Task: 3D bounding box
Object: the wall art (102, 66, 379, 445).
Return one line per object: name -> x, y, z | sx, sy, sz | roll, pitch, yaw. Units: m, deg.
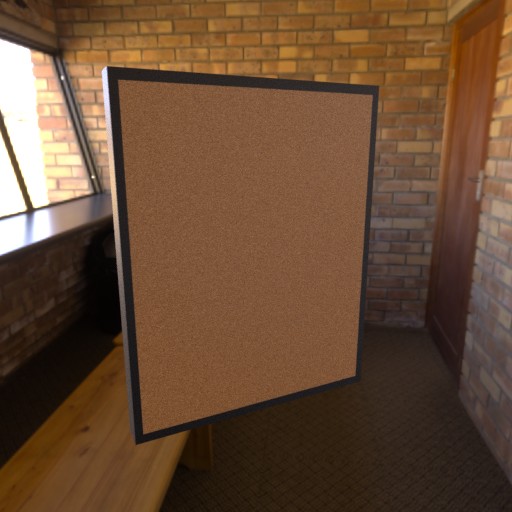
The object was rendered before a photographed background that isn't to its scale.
wall art -> 0.000, 0.000, 0.493 | 0.294, 0.369, 0.030 | -7, 16, -25
